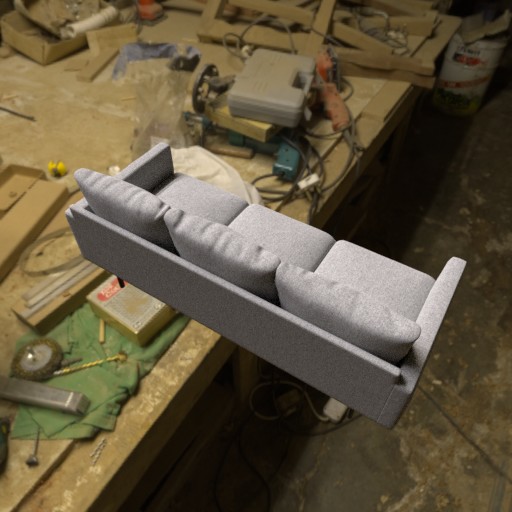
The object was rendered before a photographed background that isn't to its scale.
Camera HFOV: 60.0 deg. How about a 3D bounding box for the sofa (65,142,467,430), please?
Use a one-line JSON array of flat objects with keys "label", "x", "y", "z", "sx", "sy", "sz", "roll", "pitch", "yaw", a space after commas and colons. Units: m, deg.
[{"label": "sofa", "x": 0.000, "y": 0.000, "z": 2.452, "sx": 2.000, "sy": 0.830, "sz": 0.850, "roll": 25, "pitch": 52, "yaw": 21}]
